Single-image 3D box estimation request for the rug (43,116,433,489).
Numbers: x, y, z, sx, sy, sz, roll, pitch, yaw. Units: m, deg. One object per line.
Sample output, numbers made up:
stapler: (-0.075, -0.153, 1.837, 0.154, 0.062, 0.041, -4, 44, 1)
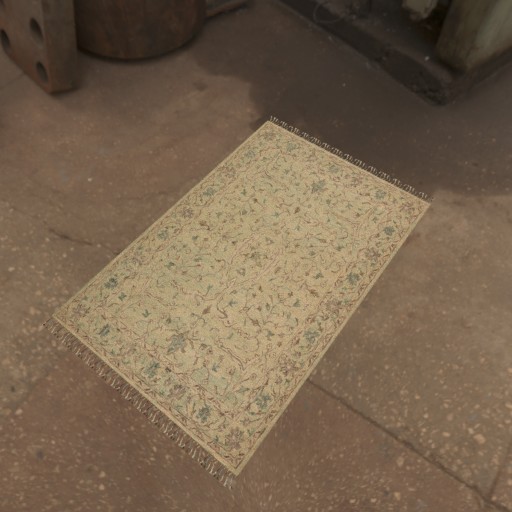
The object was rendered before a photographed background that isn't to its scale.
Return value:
rug: (0.000, 0.000, 3.044, 1.544, 0.010, 2.435, 33, 63, 19)
